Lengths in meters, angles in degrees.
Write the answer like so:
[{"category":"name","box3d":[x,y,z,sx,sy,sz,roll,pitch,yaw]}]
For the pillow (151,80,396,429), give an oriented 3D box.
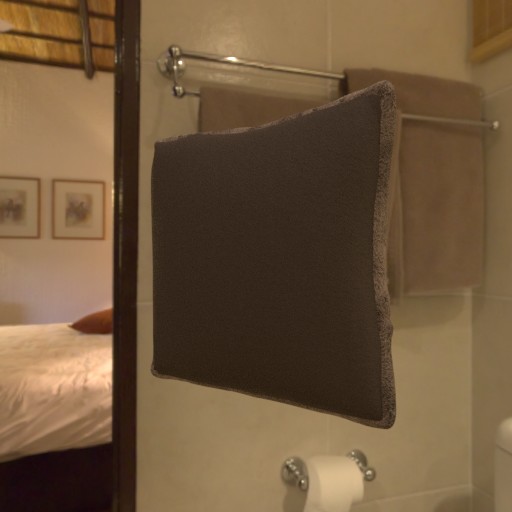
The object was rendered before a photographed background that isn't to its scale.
[{"category":"pillow","box3d":[0.000,0.000,0.809,0.522,0.520,0.204,0,0,35]}]
